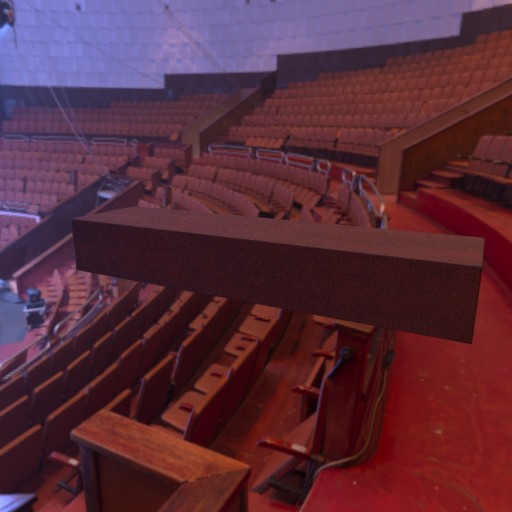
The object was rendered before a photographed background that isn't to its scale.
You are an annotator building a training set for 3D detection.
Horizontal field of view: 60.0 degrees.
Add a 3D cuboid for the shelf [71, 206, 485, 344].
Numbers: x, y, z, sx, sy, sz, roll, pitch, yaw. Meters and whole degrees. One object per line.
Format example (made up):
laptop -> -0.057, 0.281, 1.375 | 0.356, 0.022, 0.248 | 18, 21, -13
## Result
shelf -> 0.000, 0.000, 0.670 | 0.607, 0.088, 0.152 | 8, 17, 26
